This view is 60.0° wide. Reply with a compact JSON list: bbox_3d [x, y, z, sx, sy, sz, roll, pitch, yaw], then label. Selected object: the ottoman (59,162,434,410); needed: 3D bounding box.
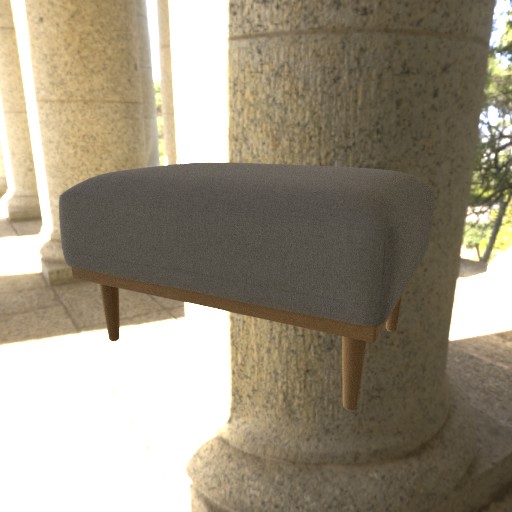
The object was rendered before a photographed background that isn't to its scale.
[{"bbox_3d":[0.000,0.000,1.085,0.749,0.428,0.549,8,18,27],"label":"ottoman"}]
